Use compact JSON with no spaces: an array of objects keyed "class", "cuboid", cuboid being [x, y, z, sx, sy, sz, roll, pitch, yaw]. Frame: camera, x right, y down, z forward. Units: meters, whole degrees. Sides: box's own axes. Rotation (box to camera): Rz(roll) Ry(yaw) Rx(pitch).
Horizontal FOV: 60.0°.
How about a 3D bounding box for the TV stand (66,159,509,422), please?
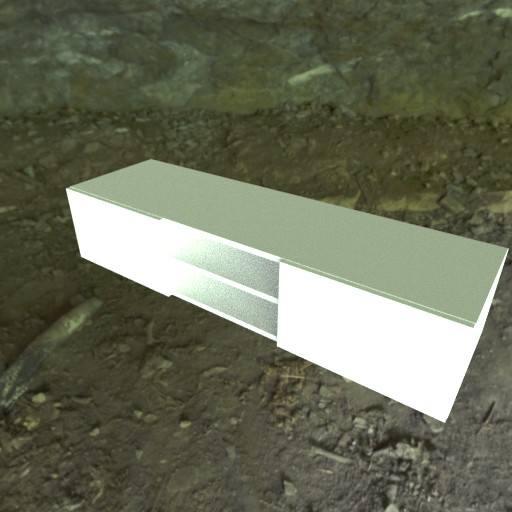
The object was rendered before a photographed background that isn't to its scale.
[{"class":"TV stand","cuboid":[0.000,0.000,1.493,1.400,0.310,0.420,19,35,30]}]
